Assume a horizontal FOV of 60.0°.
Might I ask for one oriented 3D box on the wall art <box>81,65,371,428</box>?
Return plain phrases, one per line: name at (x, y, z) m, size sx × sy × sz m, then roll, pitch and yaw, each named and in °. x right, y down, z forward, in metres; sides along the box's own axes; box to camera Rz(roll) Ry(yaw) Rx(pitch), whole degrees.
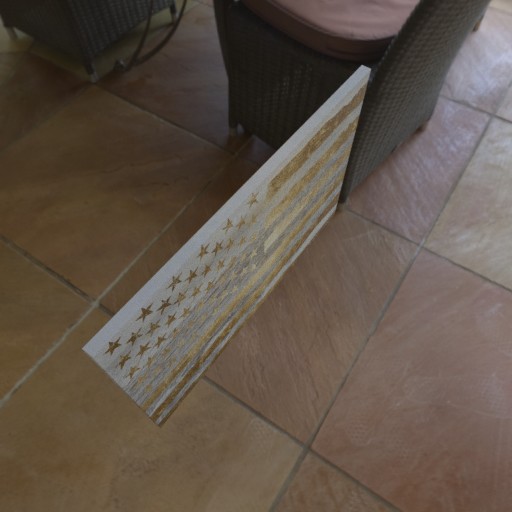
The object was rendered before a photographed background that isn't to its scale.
wall art at (0.000, 0.000, 1.185) m, size 0.027 × 0.610 × 0.932 m, roll 33°, pitch 64°, yaw 18°
